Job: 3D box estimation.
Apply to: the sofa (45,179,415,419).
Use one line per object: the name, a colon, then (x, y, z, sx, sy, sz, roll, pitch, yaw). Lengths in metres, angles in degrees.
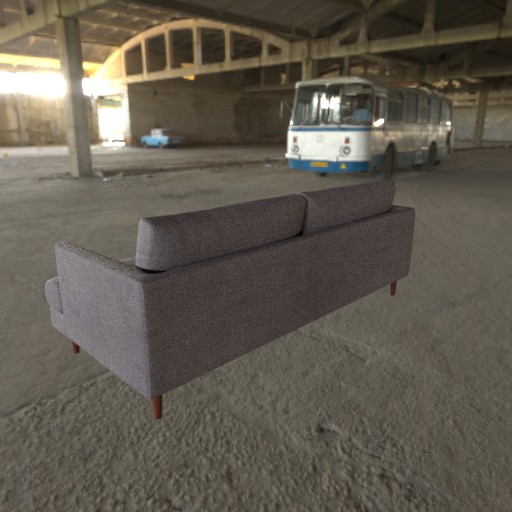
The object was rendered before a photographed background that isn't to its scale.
sofa: (0.000, 0.000, 2.808, 1.020, 0.868, 2.250, 16, 23, 43)
